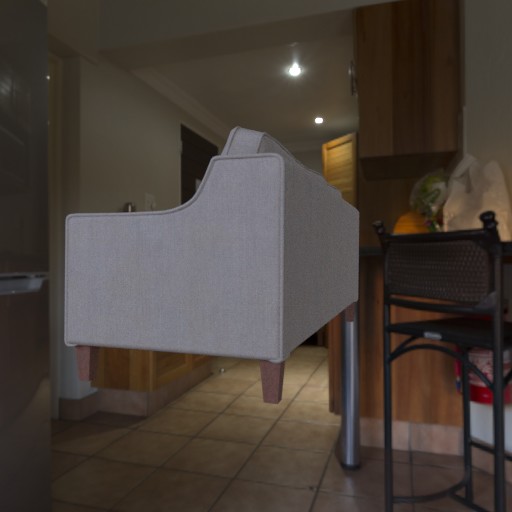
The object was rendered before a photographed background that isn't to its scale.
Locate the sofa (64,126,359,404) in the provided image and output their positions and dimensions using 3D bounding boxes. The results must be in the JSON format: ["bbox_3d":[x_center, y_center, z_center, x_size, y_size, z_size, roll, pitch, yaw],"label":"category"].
[{"bbox_3d":[0.000,0.000,2.515,0.911,0.974,1.986,0,1,20],"label":"sofa"}]
